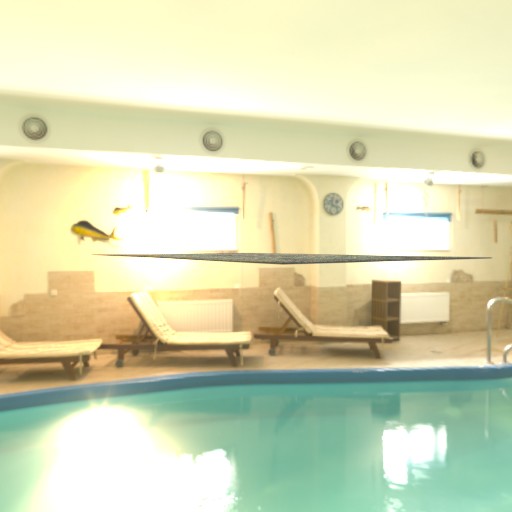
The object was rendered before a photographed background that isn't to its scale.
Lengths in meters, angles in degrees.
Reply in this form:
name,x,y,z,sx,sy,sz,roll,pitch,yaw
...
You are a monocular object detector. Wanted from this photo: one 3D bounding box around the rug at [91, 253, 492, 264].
name,x,y,z,sx,sy,sz,roll,pitch,yaw
rug,0.000,0.000,3.036,1.525,0.007,2.440,-1,1,-36
